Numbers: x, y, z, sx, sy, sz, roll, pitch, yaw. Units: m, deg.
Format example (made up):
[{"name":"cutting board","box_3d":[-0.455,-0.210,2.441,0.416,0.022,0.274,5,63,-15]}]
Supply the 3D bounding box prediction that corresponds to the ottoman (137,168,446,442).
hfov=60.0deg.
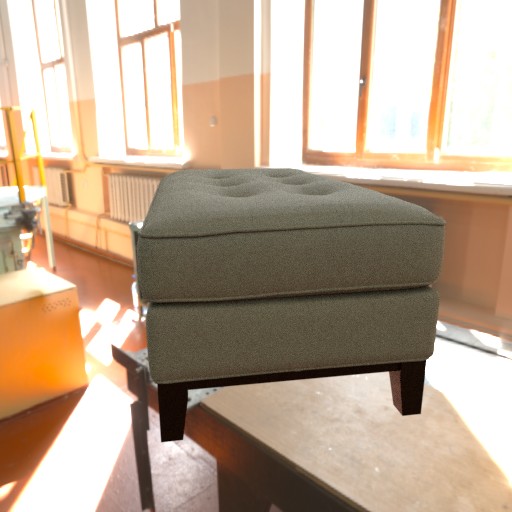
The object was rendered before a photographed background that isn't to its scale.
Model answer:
[{"name":"ottoman","box_3d":[0.000,0.000,1.448,0.648,0.508,1.143,-3,15,-9]}]
